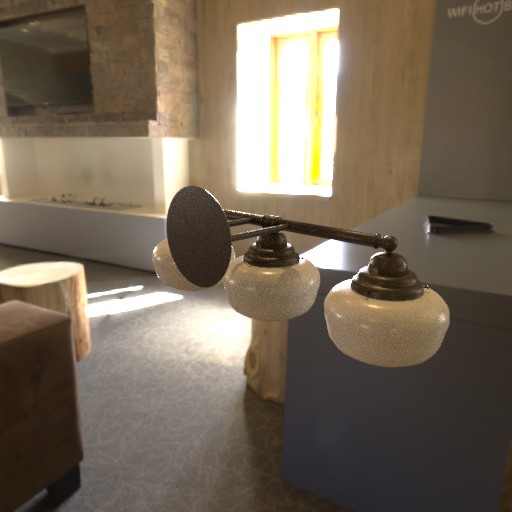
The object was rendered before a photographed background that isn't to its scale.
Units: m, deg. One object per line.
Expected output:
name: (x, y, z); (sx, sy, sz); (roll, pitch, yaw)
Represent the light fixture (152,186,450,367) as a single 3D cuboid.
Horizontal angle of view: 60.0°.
light fixture: (0.000, 0.000, 0.714); (0.587, 0.242, 0.239); (14, 20, 43)
